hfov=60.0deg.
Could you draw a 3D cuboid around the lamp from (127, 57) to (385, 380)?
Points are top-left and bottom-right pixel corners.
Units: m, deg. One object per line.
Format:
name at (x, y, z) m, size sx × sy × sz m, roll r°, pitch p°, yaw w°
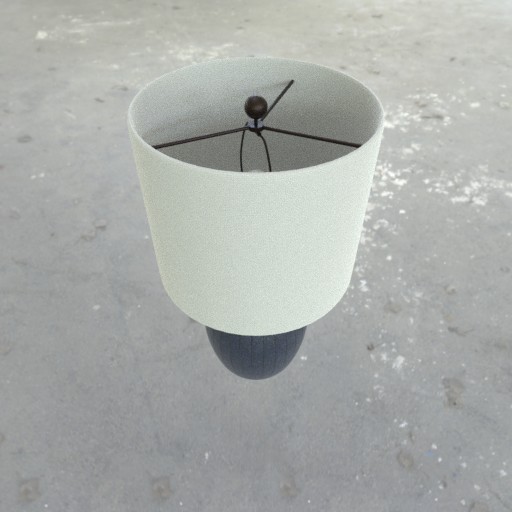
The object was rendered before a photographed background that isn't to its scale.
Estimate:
lamp at (0.000, 0.000, 0.764) m, size 0.329 × 0.570 × 0.329 m, roll -17°, pitch 47°, yaw -16°
